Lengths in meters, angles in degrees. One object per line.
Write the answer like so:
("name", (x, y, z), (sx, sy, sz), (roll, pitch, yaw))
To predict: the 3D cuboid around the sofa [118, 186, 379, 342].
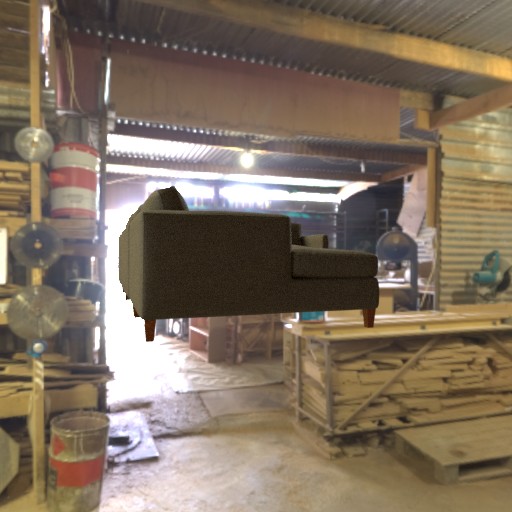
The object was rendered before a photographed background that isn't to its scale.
("sofa", (0.000, 0.000, 4.513), (2.594, 0.961, 3.460), (0, 0, -19))
